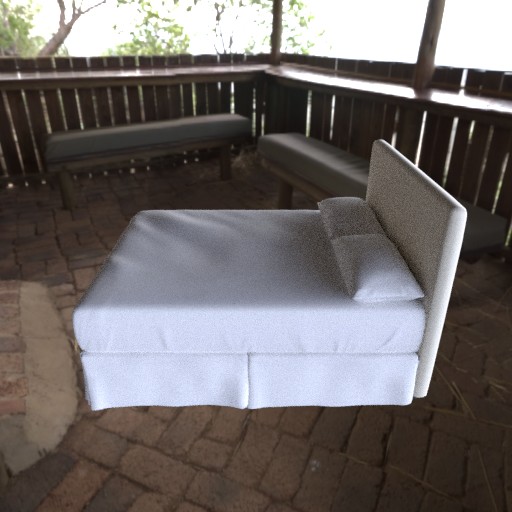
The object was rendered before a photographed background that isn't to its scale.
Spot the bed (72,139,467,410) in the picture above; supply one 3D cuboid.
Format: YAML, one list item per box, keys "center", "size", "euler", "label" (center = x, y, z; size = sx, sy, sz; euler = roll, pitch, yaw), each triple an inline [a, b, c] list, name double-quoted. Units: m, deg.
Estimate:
- center: [0.000, 0.000, 3.190]
  size: [2.147, 1.330, 1.714]
  euler: [0, 27, 0]
  label: "bed"
